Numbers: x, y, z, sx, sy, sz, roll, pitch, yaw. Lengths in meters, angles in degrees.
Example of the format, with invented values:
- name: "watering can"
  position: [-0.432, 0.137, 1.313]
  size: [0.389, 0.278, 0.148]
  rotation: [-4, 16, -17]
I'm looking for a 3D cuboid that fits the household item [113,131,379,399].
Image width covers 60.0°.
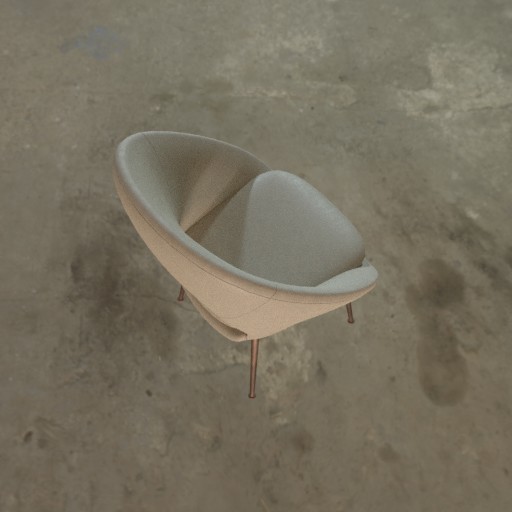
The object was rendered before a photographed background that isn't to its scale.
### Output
- name: "household item"
  position: [0.000, 0.000, 1.260]
  size: [0.573, 0.852, 0.623]
  rotation: [-32, 63, -19]
